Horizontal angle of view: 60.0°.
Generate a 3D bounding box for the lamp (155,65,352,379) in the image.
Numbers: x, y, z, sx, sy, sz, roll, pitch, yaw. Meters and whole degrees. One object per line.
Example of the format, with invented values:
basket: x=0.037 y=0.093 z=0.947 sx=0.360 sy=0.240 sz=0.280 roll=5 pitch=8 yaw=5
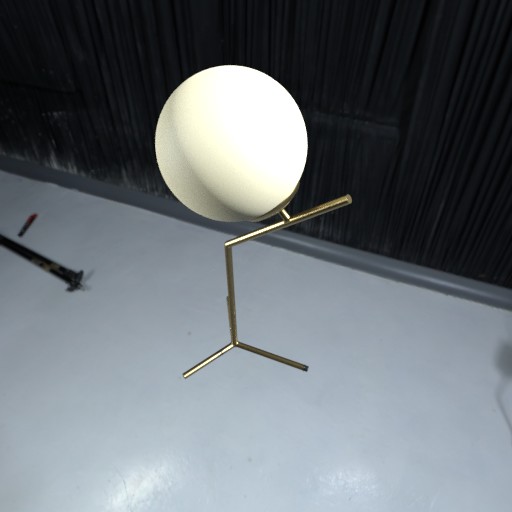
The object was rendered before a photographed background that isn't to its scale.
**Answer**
lamp: x=0.000 y=0.000 z=0.675 sx=0.251 sy=0.552 sz=0.210 roll=17 pitch=48 yaw=15
